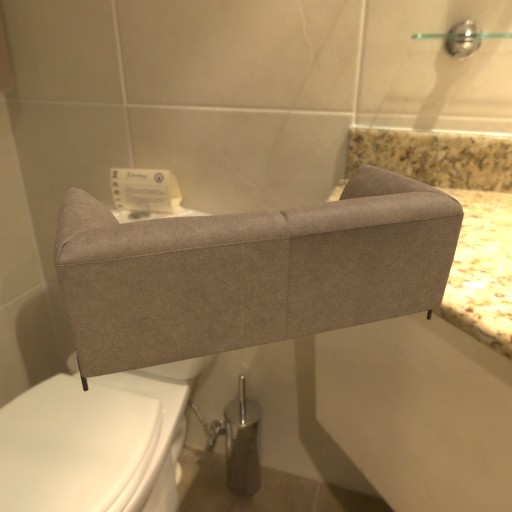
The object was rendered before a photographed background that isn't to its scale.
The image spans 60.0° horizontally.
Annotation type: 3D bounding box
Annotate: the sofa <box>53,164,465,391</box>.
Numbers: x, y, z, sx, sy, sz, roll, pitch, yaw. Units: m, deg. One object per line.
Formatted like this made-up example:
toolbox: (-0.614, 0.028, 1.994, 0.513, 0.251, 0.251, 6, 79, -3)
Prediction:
sofa: (0.000, 0.000, 2.375, 1.878, 0.747, 0.905, -8, 25, -17)
